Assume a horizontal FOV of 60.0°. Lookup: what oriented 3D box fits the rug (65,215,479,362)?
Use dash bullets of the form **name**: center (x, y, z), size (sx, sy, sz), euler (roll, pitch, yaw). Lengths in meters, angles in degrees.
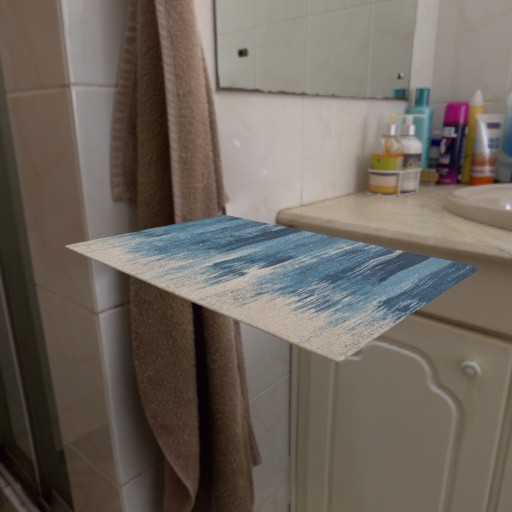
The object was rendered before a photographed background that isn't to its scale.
- **rug**: center (0.000, 0.000, 2.318), size (1.836, 0.009, 1.232), euler (15, 23, 41)
